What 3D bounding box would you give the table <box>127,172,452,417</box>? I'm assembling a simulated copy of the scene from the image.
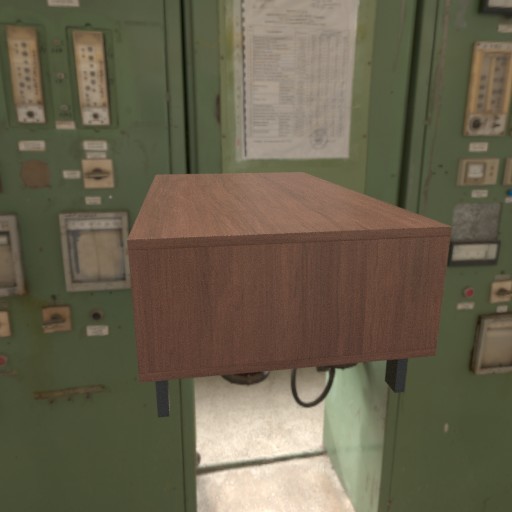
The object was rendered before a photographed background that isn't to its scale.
[{"bbox_3d":[0.000,0.000,1.306,0.600,0.380,1.020,-3,17,-9],"label":"table"}]
